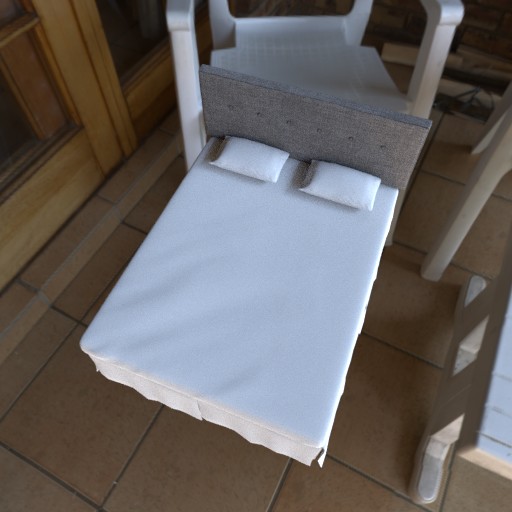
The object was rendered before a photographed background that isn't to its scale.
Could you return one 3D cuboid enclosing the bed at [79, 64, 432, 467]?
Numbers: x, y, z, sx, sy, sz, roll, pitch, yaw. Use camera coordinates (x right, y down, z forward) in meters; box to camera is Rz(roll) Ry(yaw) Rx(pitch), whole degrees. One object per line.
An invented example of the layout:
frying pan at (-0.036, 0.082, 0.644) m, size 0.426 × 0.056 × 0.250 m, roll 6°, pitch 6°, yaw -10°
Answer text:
bed at (0.000, 0.000, 2.894) m, size 1.621 × 1.168 × 1.958 m, roll 18°, pitch 59°, yaw 11°
